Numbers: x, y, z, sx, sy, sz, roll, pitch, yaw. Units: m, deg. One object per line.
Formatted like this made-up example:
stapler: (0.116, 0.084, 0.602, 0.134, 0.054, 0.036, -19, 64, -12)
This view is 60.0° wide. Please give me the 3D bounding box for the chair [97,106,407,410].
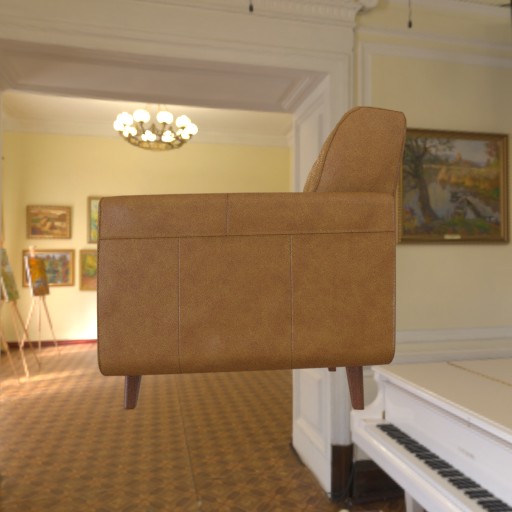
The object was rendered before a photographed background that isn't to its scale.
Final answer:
chair: (0.000, 0.000, 1.651, 0.942, 0.968, 0.845, 0, -1, 0)
